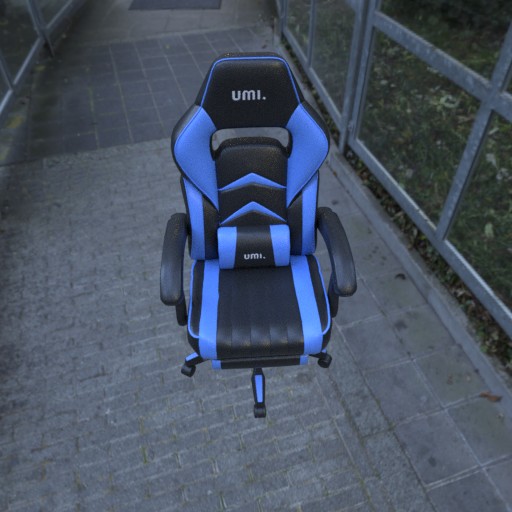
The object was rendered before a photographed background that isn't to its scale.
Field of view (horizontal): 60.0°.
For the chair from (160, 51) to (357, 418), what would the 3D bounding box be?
[{"bbox_3d":[0.000,0.000,1.686,0.700,1.280,0.700,-3,45,-3],"label":"chair"}]
